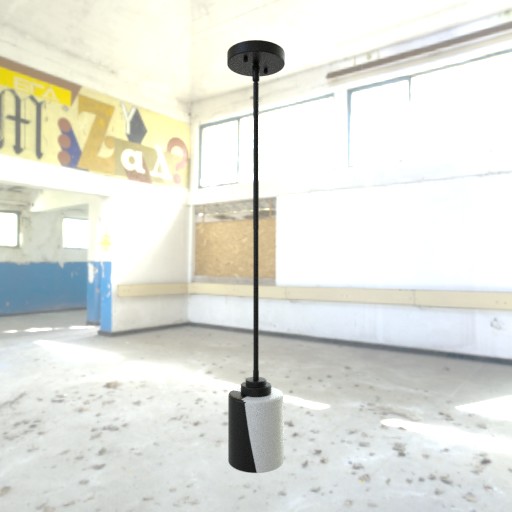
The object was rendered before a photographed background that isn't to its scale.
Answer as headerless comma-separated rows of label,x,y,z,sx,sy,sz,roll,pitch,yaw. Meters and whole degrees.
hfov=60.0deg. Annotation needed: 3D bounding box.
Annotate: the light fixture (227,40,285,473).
light fixture,0.000,0.000,0.943,0.123,0.863,0.123,-1,-1,37
